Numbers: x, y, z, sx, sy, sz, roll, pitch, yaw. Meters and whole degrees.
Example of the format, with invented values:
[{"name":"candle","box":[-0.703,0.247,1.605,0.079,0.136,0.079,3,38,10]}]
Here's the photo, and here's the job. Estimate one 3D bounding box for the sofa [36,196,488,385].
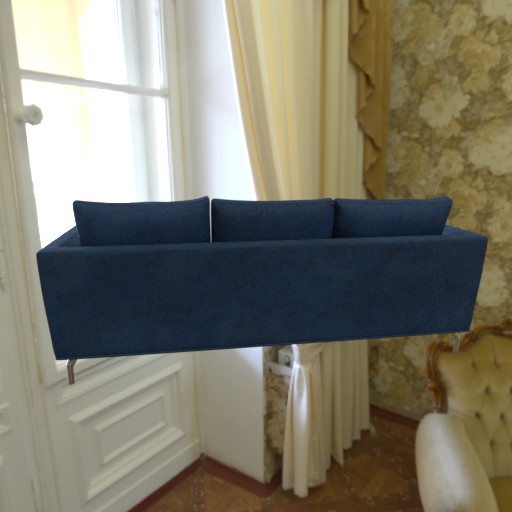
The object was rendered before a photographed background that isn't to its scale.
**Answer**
[{"name":"sofa","box":[0.000,0.000,3.165,2.438,0.987,1.622,-2,14,-9]}]
